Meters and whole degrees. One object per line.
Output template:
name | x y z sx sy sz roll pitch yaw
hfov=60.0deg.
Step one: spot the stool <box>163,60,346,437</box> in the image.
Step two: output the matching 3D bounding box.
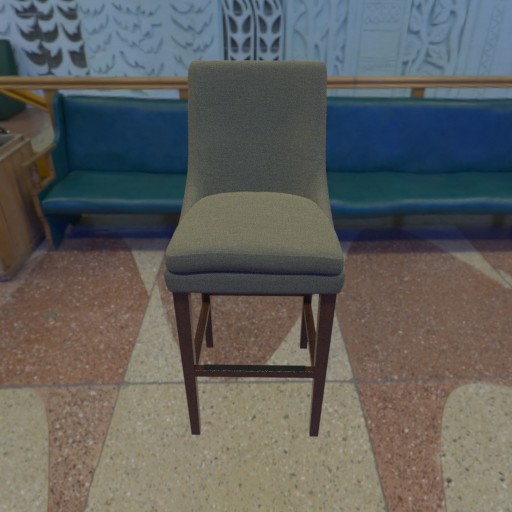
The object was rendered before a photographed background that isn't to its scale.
stool | 0.000 0.000 1.401 0.470 1.078 0.577 0 31 1
